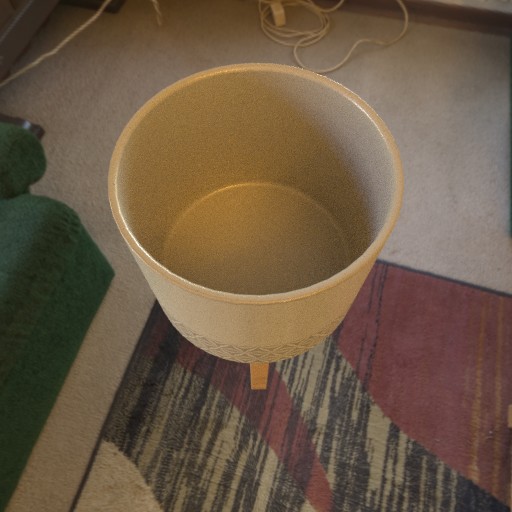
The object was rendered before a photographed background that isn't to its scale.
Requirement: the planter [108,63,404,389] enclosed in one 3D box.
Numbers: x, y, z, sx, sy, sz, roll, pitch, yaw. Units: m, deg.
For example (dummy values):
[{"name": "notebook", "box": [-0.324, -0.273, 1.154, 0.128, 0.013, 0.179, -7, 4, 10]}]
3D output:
[{"name": "planter", "box": [0.000, 0.000, 0.528, 0.249, 0.343, 0.249, 0, 63, 0]}]
